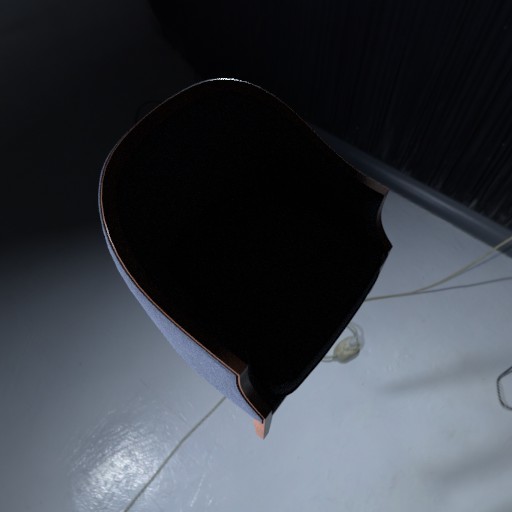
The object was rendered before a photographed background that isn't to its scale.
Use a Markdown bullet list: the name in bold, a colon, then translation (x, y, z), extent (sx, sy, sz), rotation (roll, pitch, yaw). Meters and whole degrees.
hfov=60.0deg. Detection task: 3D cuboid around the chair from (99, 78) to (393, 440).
- **chair**: translation (0.000, 0.000, 1.496), extent (0.735, 0.876, 0.803), rotation (34, 64, 19)
